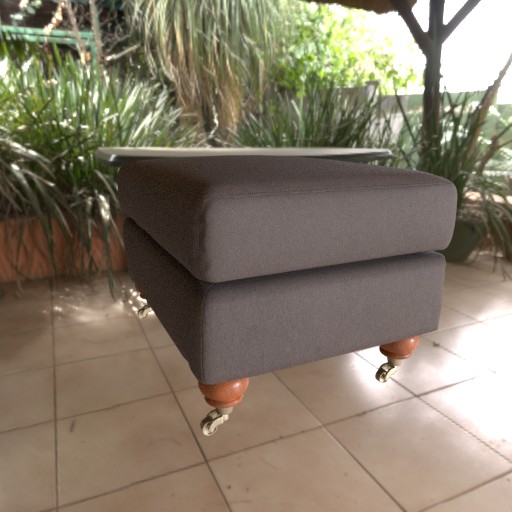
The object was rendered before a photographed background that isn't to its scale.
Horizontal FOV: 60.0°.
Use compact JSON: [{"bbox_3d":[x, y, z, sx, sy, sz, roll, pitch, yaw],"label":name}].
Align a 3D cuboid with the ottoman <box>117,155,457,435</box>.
[{"bbox_3d":[0.000,0.000,1.141,0.574,0.497,0.773,-7,17,-24],"label":"ottoman"}]
